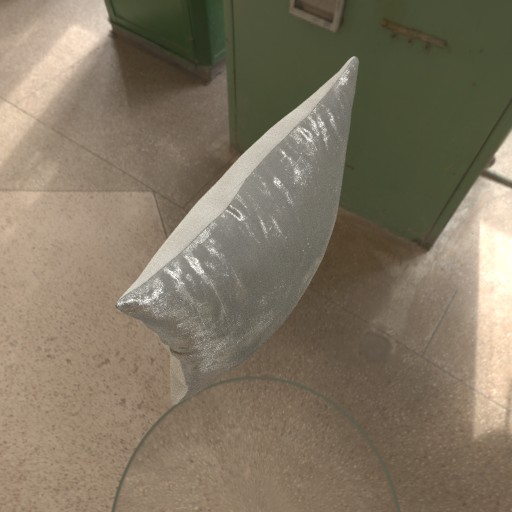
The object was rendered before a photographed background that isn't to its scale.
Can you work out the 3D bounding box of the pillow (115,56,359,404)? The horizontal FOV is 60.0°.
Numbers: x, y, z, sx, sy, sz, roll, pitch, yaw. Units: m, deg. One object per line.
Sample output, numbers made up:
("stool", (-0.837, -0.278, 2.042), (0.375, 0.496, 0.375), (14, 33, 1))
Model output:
("pillow", (0.000, 0.000, 0.710), (0.175, 0.464, 0.470), (32, 64, 18))
